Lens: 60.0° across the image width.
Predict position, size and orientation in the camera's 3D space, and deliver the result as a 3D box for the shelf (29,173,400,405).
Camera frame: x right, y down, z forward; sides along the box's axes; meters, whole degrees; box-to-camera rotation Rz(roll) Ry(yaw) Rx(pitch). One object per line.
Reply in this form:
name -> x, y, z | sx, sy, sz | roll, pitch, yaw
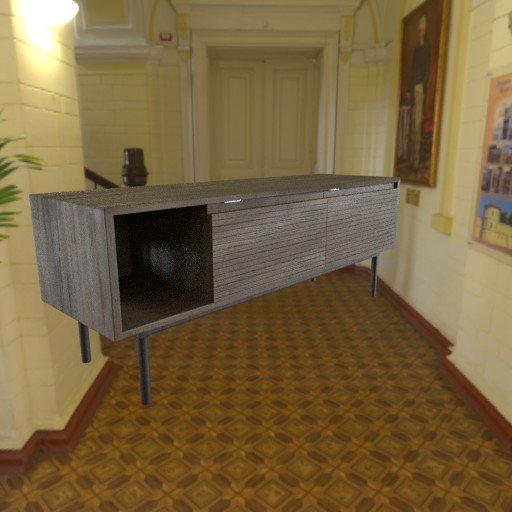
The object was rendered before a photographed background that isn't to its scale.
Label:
shelf -> 0.000, 0.000, 1.536 | 0.400, 0.495, 1.300 | 13, 19, 42
